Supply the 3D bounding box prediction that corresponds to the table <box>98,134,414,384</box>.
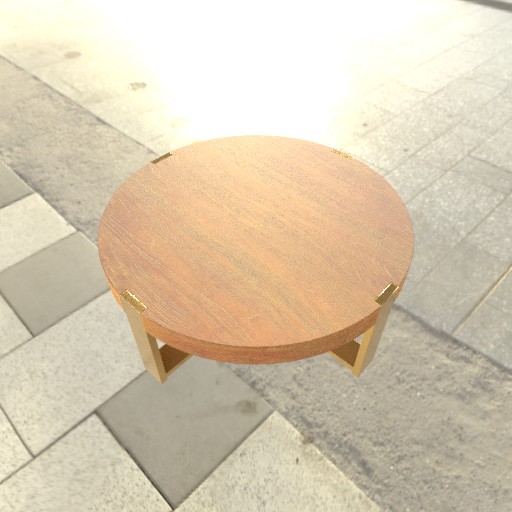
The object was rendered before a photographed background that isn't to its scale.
[{"bbox_3d":[0.000,0.000,1.741,1.100,0.420,1.100,0,46,0],"label":"table"}]
